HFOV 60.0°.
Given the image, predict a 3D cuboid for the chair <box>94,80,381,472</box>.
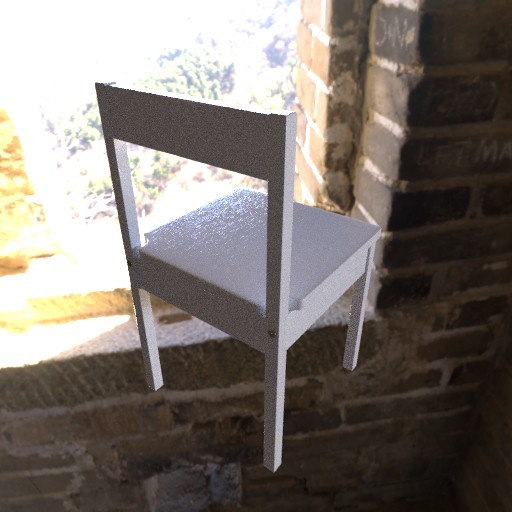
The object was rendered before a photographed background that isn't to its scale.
[{"bbox_3d":[0.000,0.000,0.883,0.367,0.668,0.361,21,37,31],"label":"chair"}]
